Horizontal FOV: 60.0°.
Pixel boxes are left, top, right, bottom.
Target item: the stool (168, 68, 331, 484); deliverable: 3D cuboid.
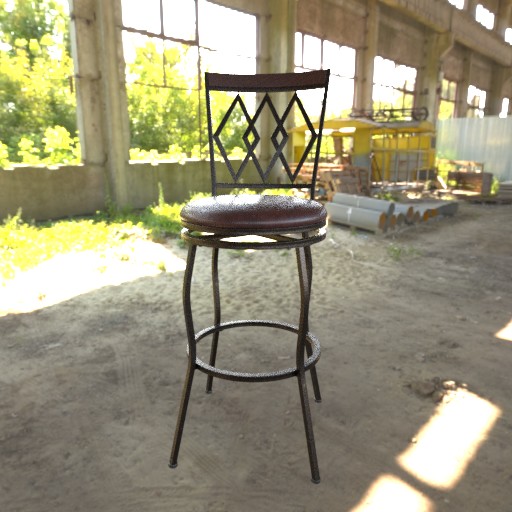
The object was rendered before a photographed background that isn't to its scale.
[{"bbox_3d":[0.000,0.000,1.351,0.432,1.134,0.521,2,13,8],"label":"stool"}]
